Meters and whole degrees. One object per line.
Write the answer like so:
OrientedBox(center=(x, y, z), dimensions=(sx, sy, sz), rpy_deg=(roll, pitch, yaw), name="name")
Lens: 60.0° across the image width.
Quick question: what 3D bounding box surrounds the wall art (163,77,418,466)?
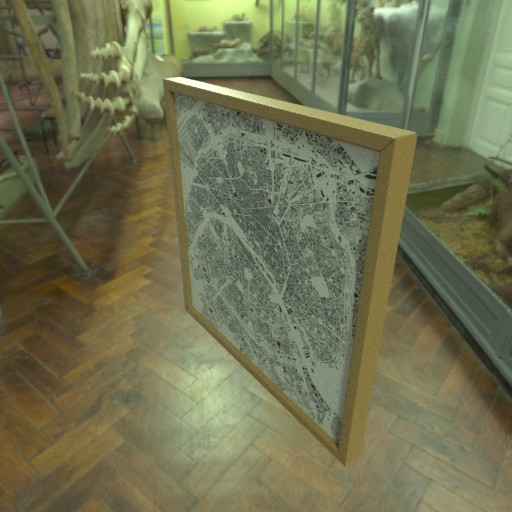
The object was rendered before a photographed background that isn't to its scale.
OrientedBox(center=(0.000, 0.000, 0.749), dimensions=(0.036, 0.509, 0.509), rpy_deg=(-20, 35, -31), name="wall art")
